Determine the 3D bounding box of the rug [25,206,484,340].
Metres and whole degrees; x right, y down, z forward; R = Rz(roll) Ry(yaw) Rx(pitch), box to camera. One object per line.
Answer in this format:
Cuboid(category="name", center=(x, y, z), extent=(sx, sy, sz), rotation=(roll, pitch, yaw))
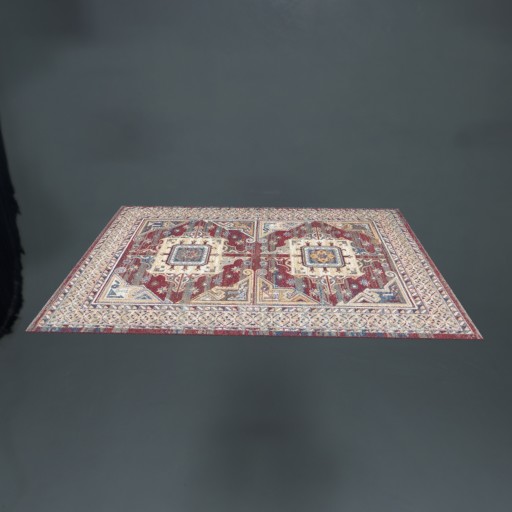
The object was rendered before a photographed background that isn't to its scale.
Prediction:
Cuboid(category="rug", center=(0.000, 0.000, 2.836), extent=(2.210, 0.011, 1.599), rotation=(1, 29, 1))
